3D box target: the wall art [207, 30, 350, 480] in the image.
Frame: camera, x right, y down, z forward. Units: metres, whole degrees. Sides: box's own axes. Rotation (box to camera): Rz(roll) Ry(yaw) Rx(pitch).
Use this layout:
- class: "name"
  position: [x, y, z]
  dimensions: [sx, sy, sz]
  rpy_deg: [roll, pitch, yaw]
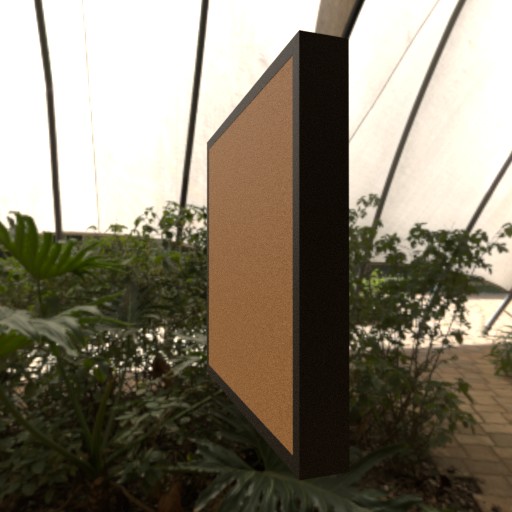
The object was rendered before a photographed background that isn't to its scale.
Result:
- class: "wall art"
  position: [0.000, 0.000, 0.449]
  dimensions: [0.038, 0.304, 0.305]
  rpy_deg: [0, 0, -18]
